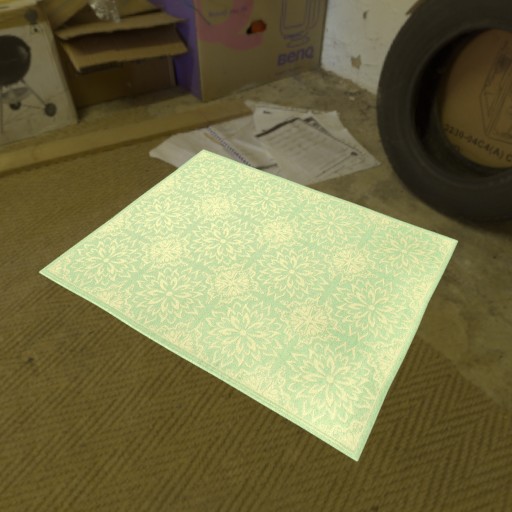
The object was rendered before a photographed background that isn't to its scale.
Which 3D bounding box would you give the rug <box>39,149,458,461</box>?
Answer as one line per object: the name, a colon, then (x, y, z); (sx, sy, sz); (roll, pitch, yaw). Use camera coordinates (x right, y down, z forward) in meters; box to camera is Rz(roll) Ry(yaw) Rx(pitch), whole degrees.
rug: (0.000, 0.000, 3.999); (2.980, 0.012, 2.363); (24, 50, 22)
